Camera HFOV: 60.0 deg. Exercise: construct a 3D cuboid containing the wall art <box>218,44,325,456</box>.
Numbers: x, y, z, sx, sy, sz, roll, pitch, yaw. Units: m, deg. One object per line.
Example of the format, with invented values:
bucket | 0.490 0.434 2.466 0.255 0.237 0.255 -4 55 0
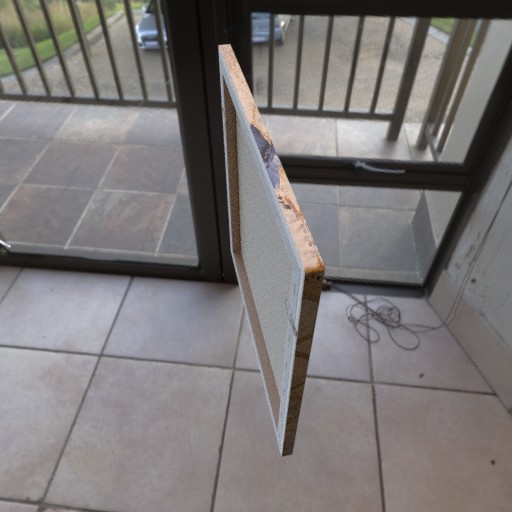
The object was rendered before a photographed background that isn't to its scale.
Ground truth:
wall art | 0.000 0.000 1.368 0.039 0.914 0.912 -9 48 -8
